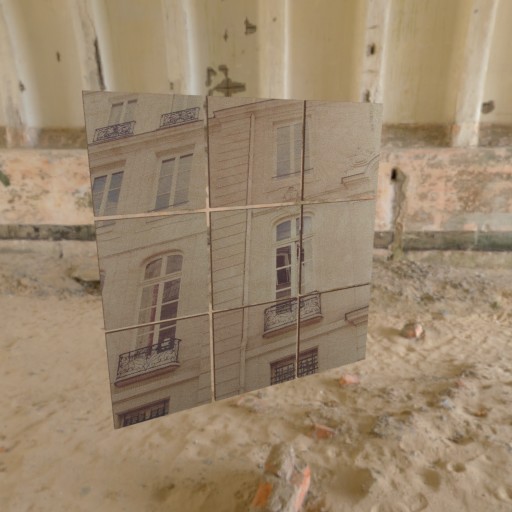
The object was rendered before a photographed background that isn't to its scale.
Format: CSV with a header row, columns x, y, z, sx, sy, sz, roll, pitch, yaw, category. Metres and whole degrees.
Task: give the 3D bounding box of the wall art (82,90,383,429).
x,y,z,sx,sy,sz,roll,pitch,yaw,category
0.000,0.000,1.811,1.221,1.218,0.024,-8,17,-26,wall art
